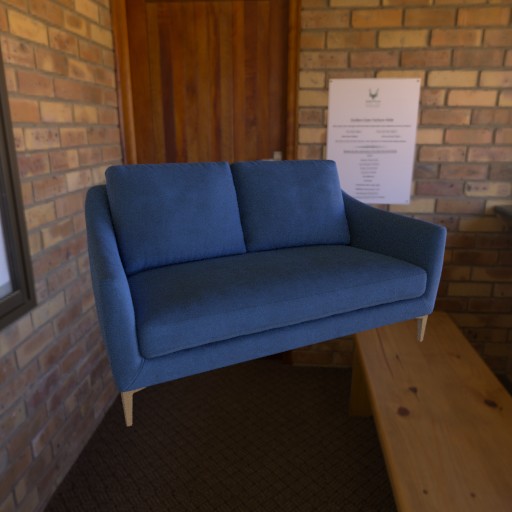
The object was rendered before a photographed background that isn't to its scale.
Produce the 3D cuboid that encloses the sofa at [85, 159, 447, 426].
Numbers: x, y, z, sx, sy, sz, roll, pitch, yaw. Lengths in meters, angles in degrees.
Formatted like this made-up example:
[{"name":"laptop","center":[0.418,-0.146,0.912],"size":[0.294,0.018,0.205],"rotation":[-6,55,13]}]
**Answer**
[{"name":"sofa","center":[0.000,0.000,2.219],"size":[1.619,0.902,0.960],"rotation":[-8,18,-26]}]
